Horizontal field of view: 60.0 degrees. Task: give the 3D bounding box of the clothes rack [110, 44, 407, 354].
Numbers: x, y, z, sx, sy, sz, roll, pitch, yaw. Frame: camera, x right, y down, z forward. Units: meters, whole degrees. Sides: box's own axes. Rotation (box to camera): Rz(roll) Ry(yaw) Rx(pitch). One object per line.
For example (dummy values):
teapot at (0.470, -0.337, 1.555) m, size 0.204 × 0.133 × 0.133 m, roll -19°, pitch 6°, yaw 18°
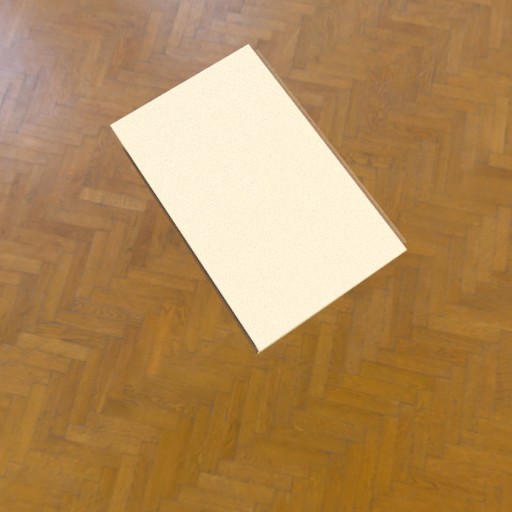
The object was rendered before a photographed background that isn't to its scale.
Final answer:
clothes rack at (0.000, 0.000, 1.382) m, size 0.331 × 1.187 × 0.500 m, roll -33°, pitch 79°, yaw -7°
